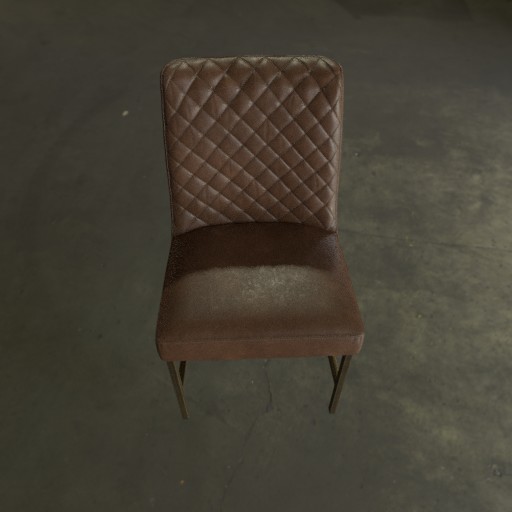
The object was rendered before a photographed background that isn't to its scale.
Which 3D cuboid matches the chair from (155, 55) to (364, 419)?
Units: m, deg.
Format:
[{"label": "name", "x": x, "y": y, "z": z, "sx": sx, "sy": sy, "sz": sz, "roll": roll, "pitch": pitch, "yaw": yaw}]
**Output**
[{"label": "chair", "x": 0.000, "y": 0.000, "z": 1.250, "sx": 0.508, "sy": 0.889, "sz": 0.587, "roll": -2, "pitch": 47, "yaw": -2}]
